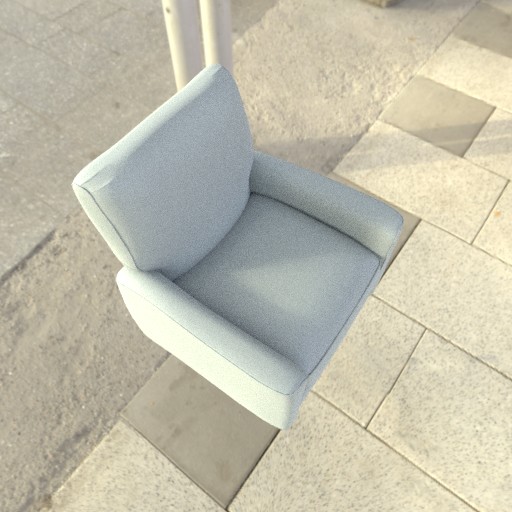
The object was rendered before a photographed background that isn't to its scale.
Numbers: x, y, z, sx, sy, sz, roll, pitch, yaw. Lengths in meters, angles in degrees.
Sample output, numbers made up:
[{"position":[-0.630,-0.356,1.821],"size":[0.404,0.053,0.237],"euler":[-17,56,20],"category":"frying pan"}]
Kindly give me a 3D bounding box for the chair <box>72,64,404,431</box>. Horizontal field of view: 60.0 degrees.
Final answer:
[{"position":[0.000,0.000,1.673],"size":[0.846,1.007,0.853],"euler":[30,62,18],"category":"chair"}]
